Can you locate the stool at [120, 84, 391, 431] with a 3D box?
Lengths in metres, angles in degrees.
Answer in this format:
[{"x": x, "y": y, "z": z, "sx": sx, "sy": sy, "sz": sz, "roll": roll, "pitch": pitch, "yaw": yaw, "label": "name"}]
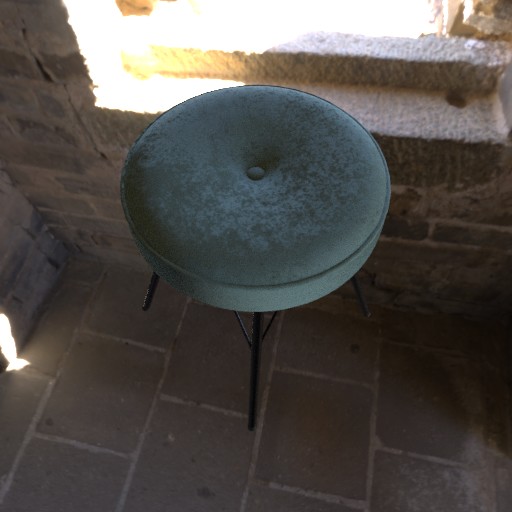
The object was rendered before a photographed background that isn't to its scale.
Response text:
[{"x": 0.000, "y": 0.000, "z": 0.876, "sx": 0.458, "sy": 0.519, "sz": 0.457, "roll": -31, "pitch": 63, "yaw": -17, "label": "stool"}]
